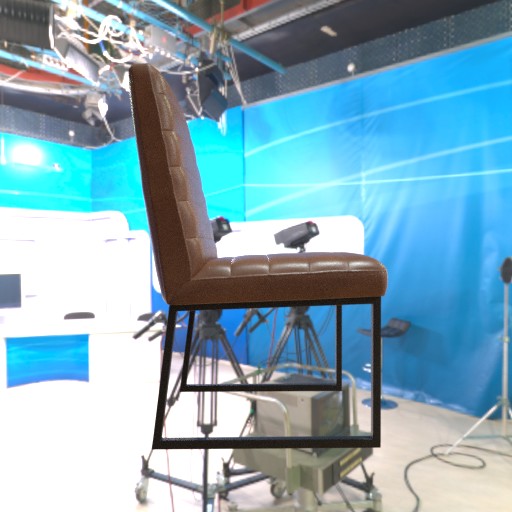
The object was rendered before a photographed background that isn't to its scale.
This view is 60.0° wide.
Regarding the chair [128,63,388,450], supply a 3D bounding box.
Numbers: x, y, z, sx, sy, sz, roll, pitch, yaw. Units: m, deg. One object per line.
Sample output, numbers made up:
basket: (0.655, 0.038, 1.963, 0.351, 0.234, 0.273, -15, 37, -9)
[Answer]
chair: (0.000, 0.000, 1.299, 0.634, 0.930, 0.520, 0, 0, -1)
